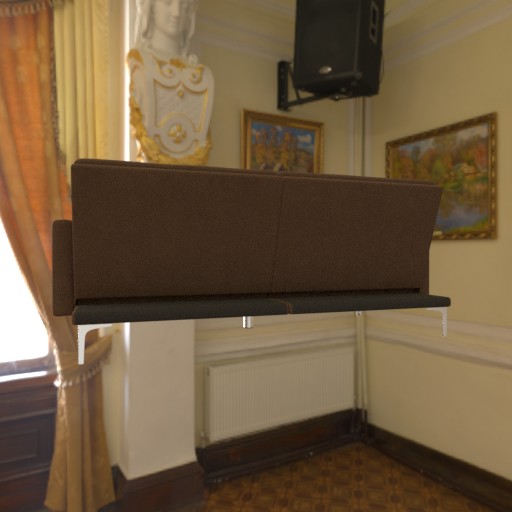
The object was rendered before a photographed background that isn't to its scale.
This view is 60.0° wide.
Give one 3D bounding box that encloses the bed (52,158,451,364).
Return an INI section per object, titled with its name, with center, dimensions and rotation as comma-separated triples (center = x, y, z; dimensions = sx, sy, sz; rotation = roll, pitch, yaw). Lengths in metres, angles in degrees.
[bed]
center = 0.000, 0.000, 2.306
dimensions = 1.905, 0.787, 0.889
rotation = 0, 1, -19
